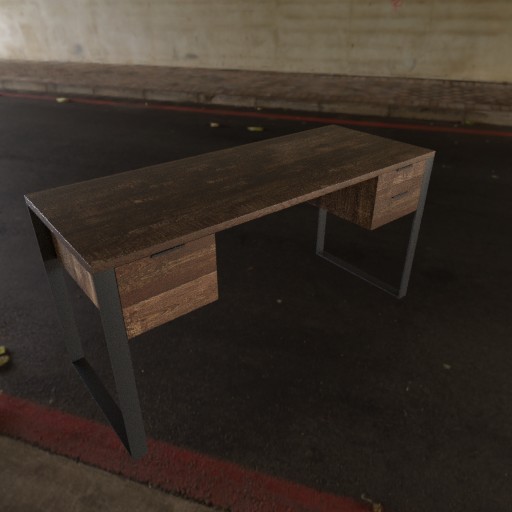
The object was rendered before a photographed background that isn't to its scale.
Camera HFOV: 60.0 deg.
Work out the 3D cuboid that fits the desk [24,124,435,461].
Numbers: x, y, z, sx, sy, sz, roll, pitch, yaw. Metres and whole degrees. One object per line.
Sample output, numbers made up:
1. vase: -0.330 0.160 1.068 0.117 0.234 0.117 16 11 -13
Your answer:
1. desk: 0.000 0.000 1.897 1.524 0.762 0.599 -22 37 -33
